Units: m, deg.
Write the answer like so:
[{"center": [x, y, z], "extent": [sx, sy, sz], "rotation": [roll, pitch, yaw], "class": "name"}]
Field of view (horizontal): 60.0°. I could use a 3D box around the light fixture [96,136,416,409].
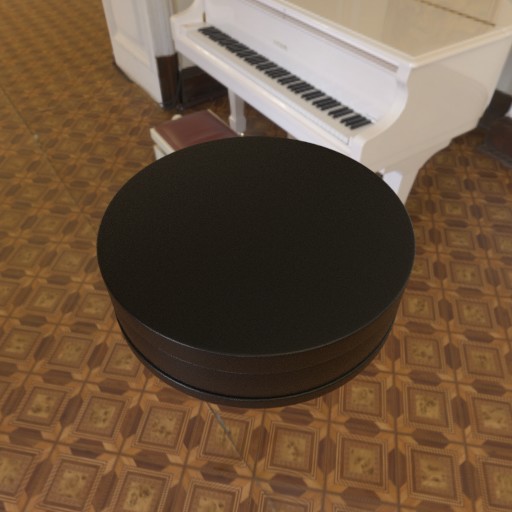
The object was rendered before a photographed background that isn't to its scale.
[{"center": [0.000, 0.000, 0.434], "extent": [0.283, 0.097, 0.283], "rotation": [0, 47, 0], "class": "light fixture"}]
